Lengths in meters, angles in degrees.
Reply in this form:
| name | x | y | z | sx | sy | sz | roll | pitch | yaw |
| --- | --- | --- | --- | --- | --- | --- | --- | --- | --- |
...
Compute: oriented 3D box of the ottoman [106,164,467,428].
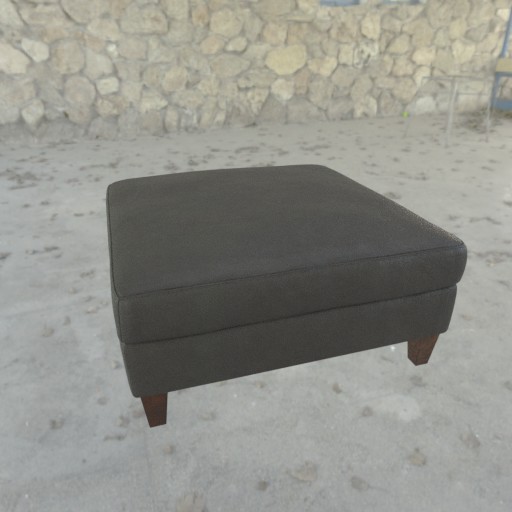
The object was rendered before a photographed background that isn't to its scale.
| name | x | y | z | sx | sy | sz | roll | pitch | yaw |
| --- | --- | --- | --- | --- | --- | --- | --- | --- | --- |
| ottoman | 0.000 | 0.000 | 1.346 | 0.836 | 0.415 | 0.844 | -8 | 27 | -16 |
